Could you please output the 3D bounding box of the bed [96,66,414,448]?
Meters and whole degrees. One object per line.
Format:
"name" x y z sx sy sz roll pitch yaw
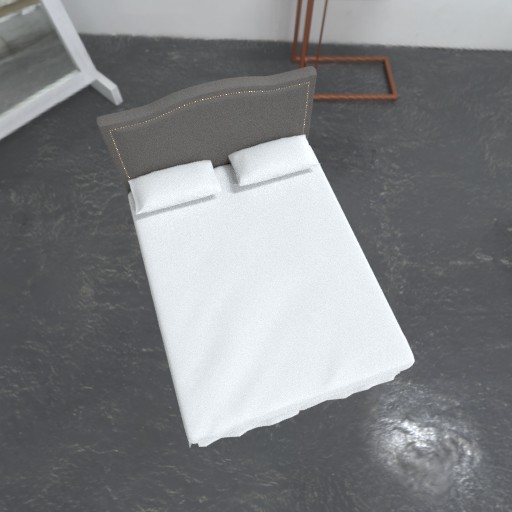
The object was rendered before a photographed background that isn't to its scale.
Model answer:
"bed" 0.000 0.000 3.420 1.821 1.436 2.282 -17 65 -8
